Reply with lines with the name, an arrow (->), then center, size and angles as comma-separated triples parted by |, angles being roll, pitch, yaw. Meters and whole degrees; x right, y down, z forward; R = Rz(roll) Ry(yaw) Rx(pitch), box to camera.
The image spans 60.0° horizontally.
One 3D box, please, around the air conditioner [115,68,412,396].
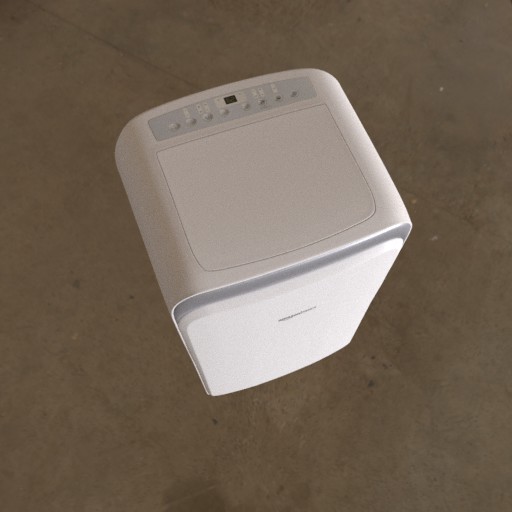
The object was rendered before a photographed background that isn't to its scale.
air conditioner -> 0.000, 0.000, 1.065 | 0.478, 0.765, 0.467 | -19, 66, -9
